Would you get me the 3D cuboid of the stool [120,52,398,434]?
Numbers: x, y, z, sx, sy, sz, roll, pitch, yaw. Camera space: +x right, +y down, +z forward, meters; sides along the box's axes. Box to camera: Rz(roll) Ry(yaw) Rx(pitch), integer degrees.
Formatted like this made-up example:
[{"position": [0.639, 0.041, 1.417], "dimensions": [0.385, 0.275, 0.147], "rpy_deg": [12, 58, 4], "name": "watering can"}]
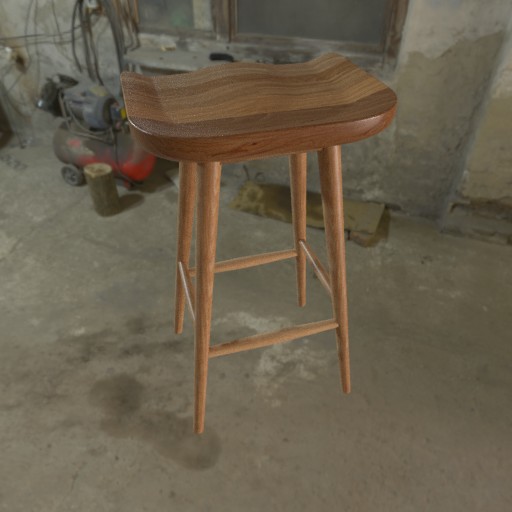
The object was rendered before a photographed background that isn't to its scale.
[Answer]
[{"position": [0.000, 0.000, 0.926], "dimensions": [0.407, 0.698, 0.322], "rpy_deg": [-11, 41, -13], "name": "stool"}]
